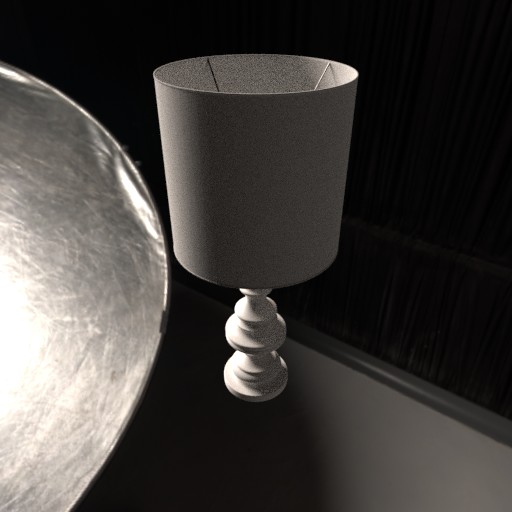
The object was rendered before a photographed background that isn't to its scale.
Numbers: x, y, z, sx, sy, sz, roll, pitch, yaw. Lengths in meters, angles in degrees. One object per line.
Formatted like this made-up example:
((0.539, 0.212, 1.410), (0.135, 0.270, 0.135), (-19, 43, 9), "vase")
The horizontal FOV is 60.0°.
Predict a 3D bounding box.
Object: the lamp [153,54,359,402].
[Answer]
((0.000, 0.000, 0.581), (0.208, 0.455, 0.208), (21, 38, 29), "lamp")
